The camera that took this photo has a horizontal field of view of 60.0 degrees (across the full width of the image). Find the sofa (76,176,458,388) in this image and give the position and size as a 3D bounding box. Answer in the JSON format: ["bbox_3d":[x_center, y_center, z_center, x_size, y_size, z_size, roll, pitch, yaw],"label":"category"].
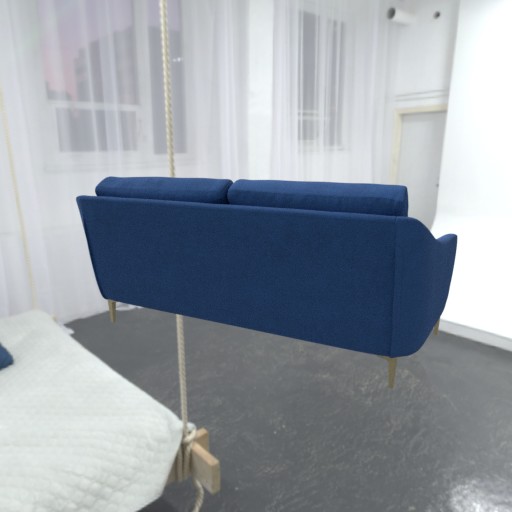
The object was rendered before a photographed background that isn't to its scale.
[{"bbox_3d":[0.000,0.000,2.530,2.036,0.903,0.960,7,15,26],"label":"sofa"}]
